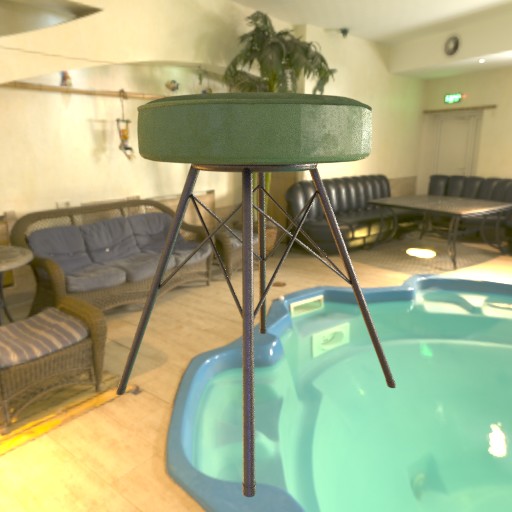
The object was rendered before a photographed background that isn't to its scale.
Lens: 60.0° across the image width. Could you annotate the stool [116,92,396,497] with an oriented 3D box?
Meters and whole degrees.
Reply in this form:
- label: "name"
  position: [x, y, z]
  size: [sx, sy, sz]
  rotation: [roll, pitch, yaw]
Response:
- label: "stool"
  position: [0.000, 0.000, 0.895]
  size: [0.457, 0.595, 0.430]
  rotation: [-14, 20, -43]
